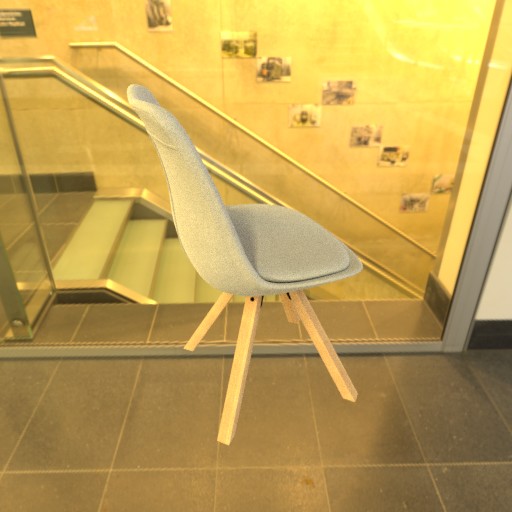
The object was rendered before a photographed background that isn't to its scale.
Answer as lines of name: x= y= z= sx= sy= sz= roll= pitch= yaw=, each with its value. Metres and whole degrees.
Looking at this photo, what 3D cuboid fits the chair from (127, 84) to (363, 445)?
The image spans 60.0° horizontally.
chair: x=0.000 y=0.000 z=1.189 sx=0.549 sy=0.863 sz=0.474 roll=-11 pitch=32 yaw=-18
